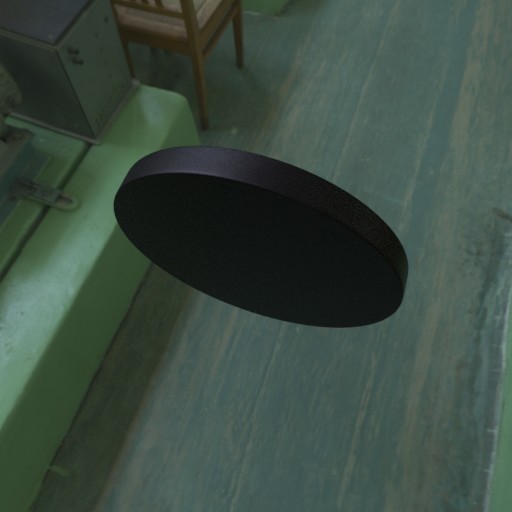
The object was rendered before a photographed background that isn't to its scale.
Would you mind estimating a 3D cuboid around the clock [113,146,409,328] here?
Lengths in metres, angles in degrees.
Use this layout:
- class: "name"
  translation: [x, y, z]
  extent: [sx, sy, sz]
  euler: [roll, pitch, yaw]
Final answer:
- class: "clock"
  translation: [0.000, 0.000, 0.481]
  extent: [0.314, 0.314, 0.029]
  euler: [17, 66, 8]
